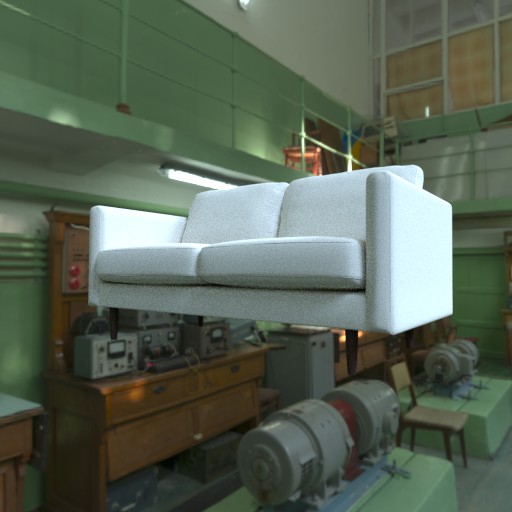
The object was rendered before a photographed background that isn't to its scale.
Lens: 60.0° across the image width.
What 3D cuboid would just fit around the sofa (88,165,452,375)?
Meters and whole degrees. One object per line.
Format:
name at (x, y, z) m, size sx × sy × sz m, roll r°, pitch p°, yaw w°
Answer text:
sofa at (0.000, 0.000, 2.289) m, size 1.713 × 0.893 × 0.940 m, roll -1°, pitch -2°, yaw 36°
